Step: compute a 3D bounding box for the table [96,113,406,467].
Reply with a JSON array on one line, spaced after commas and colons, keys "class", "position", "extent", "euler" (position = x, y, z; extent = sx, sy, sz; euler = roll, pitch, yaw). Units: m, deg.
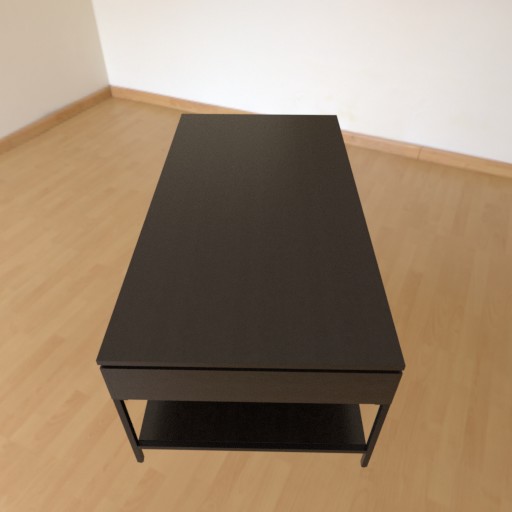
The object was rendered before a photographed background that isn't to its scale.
[{"class": "table", "position": [0.000, 0.000, 1.373], "extent": [0.574, 0.435, 1.095], "euler": [1, 41, 1]}]
